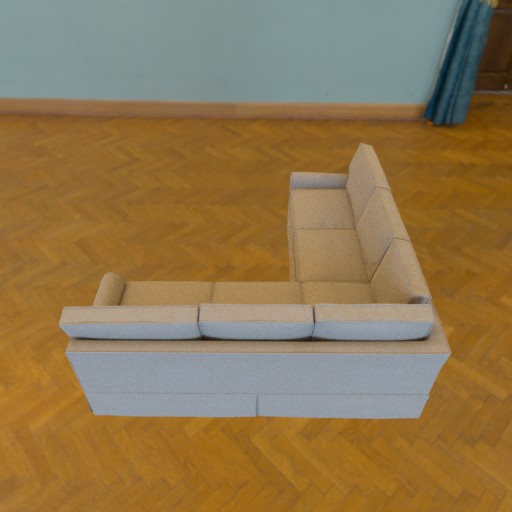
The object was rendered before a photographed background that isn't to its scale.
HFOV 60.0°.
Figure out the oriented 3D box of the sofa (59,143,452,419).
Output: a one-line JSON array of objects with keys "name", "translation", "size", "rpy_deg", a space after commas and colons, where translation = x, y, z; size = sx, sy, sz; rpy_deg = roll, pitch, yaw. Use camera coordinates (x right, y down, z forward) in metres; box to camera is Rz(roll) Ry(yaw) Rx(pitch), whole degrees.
[{"name": "sofa", "translation": [0.000, 0.000, 4.263], "size": [2.733, 1.124, 2.730], "rpy_deg": [0, 42, 0]}]
